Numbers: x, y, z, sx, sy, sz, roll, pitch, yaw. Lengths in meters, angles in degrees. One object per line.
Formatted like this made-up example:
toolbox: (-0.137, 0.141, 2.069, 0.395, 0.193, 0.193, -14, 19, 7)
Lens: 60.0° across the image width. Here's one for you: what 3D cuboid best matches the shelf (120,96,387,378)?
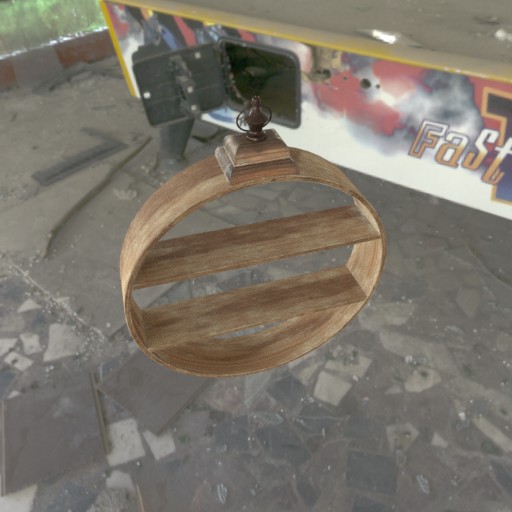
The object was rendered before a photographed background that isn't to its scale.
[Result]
shelf: (0.000, 0.000, 0.995, 0.601, 0.725, 0.125, -12, 43, -13)
